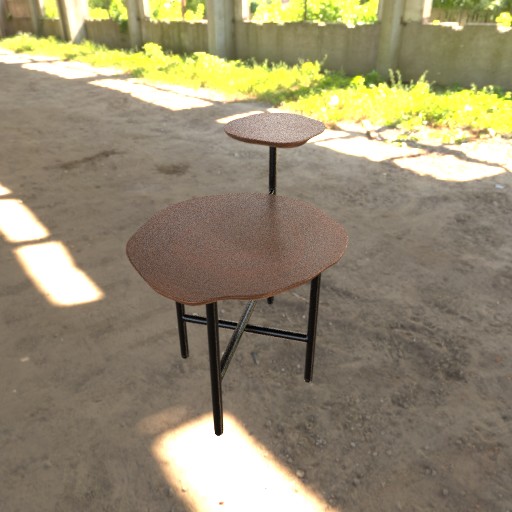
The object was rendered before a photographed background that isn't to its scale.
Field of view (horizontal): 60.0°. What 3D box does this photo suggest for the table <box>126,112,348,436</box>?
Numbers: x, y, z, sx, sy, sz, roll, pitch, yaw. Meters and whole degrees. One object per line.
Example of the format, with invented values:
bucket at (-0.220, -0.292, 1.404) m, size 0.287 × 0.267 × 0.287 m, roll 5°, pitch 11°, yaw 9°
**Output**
table at (0.000, 0.000, 1.090) m, size 0.442 × 0.538 × 0.759 m, roll 8°, pitch 30°, yaw 14°
